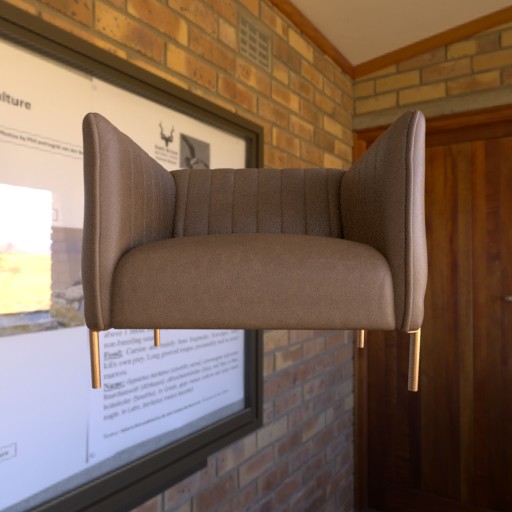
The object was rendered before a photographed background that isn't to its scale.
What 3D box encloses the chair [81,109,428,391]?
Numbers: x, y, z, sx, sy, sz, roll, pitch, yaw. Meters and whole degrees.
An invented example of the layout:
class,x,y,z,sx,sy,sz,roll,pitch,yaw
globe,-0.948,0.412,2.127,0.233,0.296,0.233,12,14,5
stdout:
class,x,y,z,sx,sy,sz,roll,pitch,yaw
chair,0.000,0.000,1.591,0.981,0.779,0.876,0,-1,2
